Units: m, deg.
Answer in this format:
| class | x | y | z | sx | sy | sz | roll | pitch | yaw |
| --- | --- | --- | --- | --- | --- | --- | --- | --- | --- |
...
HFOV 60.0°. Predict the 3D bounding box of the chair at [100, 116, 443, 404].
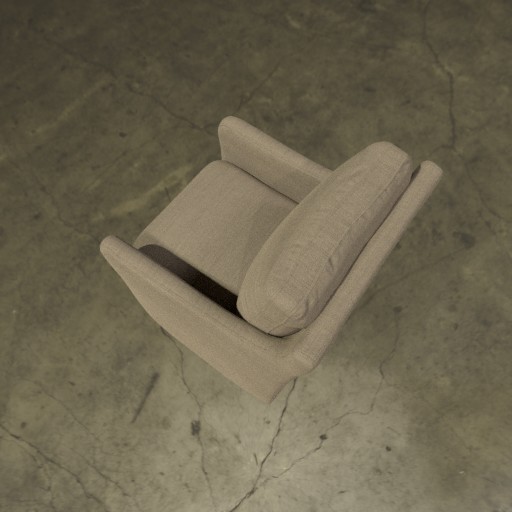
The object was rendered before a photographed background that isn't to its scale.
| class | x | y | z | sx | sy | sz | roll | pitch | yaw |
| --- | --- | --- | --- | --- | --- | --- | --- | --- | --- |
| chair | 0.000 | 0.000 | 1.389 | 0.694 | 0.914 | 0.626 | 33 | 68 | 15 |
